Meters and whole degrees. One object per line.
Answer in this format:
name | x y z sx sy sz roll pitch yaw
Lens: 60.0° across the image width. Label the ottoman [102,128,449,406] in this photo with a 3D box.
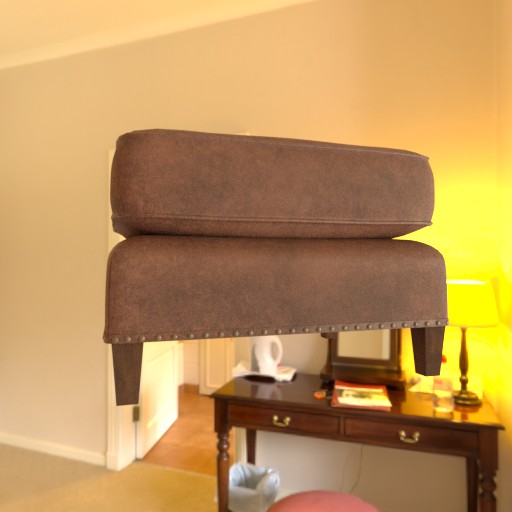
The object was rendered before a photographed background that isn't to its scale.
ottoman | 0.000 0.000 1.152 0.738 0.537 0.589 0 0 -17
